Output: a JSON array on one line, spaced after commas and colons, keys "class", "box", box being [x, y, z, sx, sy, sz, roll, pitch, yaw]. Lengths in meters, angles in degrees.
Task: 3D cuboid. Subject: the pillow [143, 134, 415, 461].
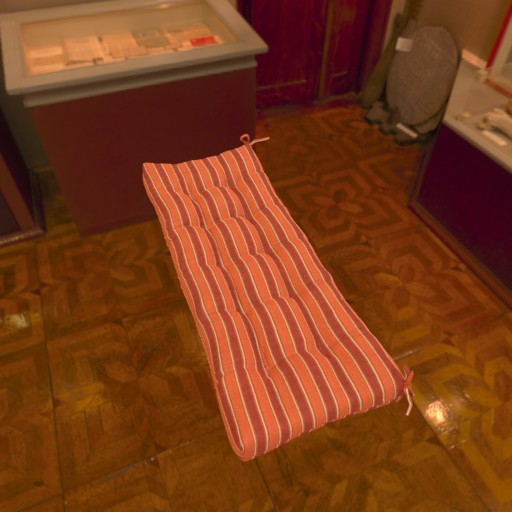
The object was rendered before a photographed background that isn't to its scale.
[{"class": "pillow", "box": [0.000, 0.000, 1.384, 0.511, 0.174, 1.194, -15, 48, -14]}]
